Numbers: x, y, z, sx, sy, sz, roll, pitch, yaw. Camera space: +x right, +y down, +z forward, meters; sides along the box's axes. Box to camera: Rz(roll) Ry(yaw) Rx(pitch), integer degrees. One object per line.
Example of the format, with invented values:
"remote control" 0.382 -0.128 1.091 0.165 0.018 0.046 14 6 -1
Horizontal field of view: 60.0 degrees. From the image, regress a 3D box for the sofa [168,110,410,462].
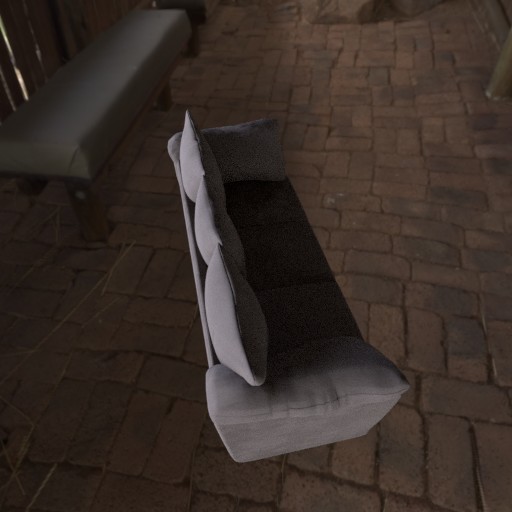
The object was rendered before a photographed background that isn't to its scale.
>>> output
"sofa" 0.000 0.000 2.812 0.893 0.981 2.377 -9 46 -9
